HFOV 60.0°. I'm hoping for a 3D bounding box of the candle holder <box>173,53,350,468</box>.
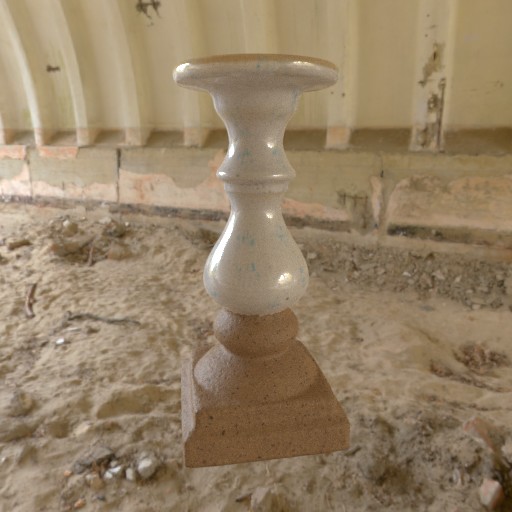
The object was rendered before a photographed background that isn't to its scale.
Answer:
[{"bbox_3d":[0.000,0.000,0.303,0.110,0.239,0.110,-2,14,-9],"label":"candle holder"}]
